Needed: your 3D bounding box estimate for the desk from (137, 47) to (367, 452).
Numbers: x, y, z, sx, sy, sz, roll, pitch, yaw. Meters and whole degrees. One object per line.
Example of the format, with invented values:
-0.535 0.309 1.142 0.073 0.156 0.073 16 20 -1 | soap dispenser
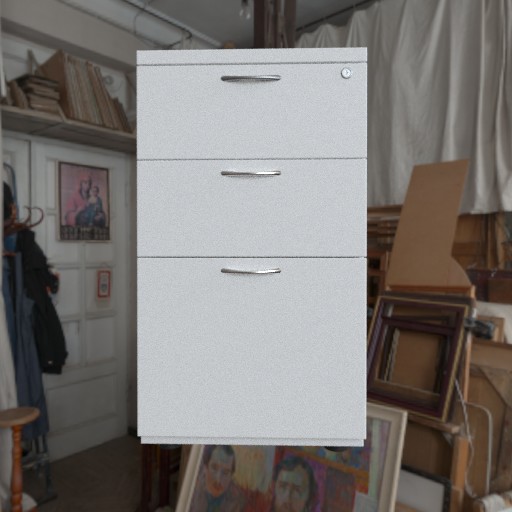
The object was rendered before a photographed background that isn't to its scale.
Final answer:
0.000 0.000 1.067 0.404 0.730 0.600 0 1 2 | desk
